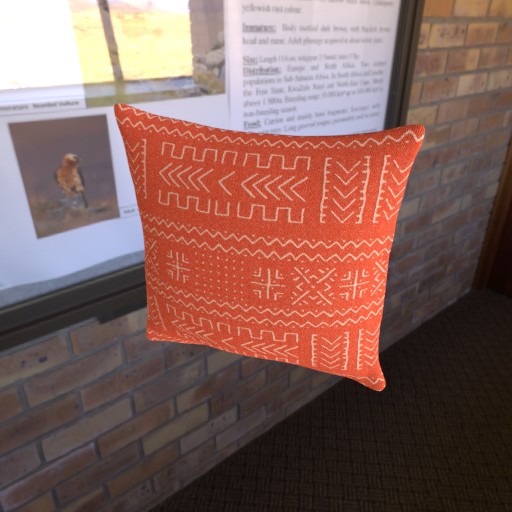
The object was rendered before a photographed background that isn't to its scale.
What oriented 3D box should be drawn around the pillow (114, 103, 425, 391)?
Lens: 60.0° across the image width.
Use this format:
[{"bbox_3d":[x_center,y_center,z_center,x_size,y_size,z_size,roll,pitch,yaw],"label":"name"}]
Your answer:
[{"bbox_3d":[0.000,0.000,0.682,0.438,0.429,0.164,9,29,17],"label":"pillow"}]
